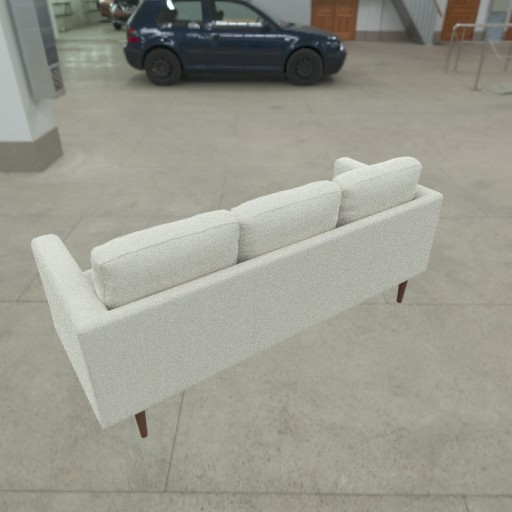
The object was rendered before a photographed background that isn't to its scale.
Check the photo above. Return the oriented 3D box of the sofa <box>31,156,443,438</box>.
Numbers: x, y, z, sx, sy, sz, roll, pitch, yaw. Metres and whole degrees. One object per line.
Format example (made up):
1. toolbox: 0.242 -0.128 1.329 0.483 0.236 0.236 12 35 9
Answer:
1. sofa: 0.000 0.000 2.393 2.029 0.912 0.802 -20 37 -29
